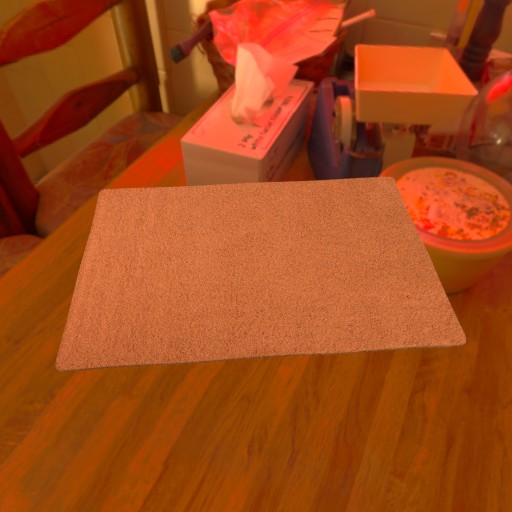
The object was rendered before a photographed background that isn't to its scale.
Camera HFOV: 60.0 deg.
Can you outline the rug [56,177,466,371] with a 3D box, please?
[{"bbox_3d":[0.000,0.000,3.475,2.700,0.024,1.801,-3,48,-3],"label":"rug"}]
